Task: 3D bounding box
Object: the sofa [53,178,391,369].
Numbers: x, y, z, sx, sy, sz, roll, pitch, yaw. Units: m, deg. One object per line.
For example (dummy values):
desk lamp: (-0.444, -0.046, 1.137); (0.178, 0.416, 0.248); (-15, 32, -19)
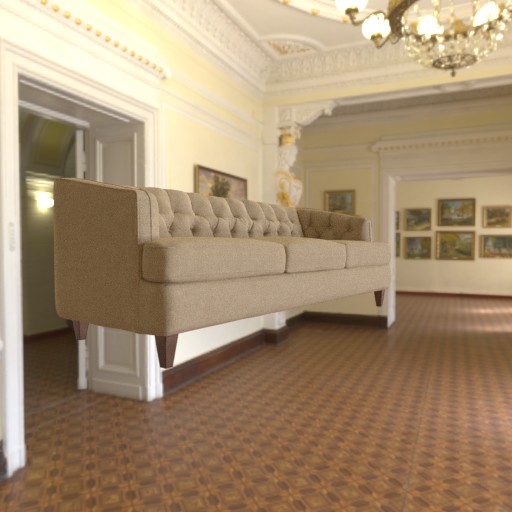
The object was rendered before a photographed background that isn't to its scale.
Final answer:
sofa: (0.000, 0.000, 2.719); (0.913, 0.788, 2.235); (1, 2, 37)
